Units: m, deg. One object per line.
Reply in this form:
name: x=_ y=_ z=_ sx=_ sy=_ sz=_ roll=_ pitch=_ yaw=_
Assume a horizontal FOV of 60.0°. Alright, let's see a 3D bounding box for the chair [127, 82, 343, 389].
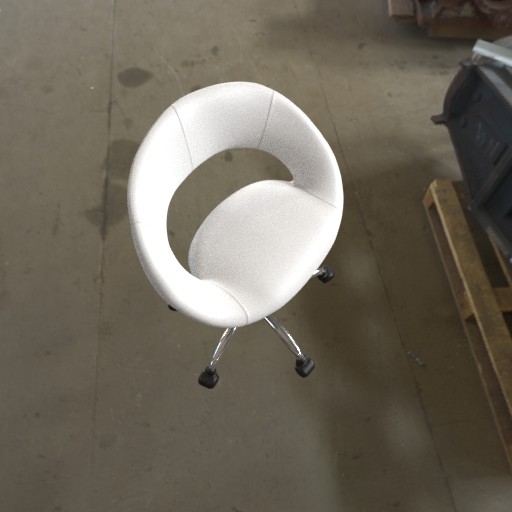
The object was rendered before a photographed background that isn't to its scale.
chair: x=0.000 y=0.000 z=1.206 sx=0.538 sy=0.791 sz=0.612 roll=33 pitch=65 yaw=18
